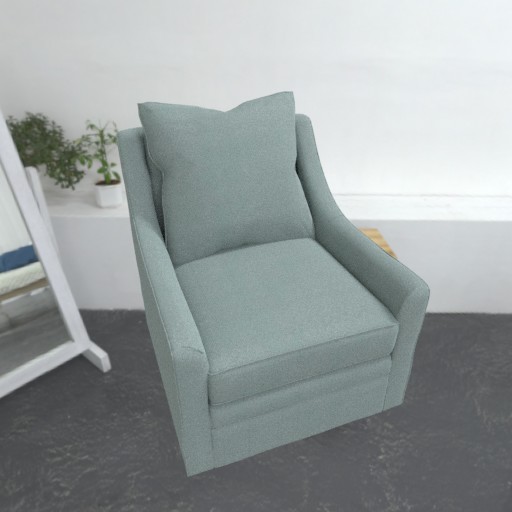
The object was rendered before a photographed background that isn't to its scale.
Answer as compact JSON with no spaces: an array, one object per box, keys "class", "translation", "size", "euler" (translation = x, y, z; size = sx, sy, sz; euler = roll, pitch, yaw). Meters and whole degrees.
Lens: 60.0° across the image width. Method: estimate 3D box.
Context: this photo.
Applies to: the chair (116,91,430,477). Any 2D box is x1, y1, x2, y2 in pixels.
[{"class":"chair","translation":[0.000,0.000,1.524],"size":[0.760,0.926,0.870],"euler":[-11,32,-18]}]
